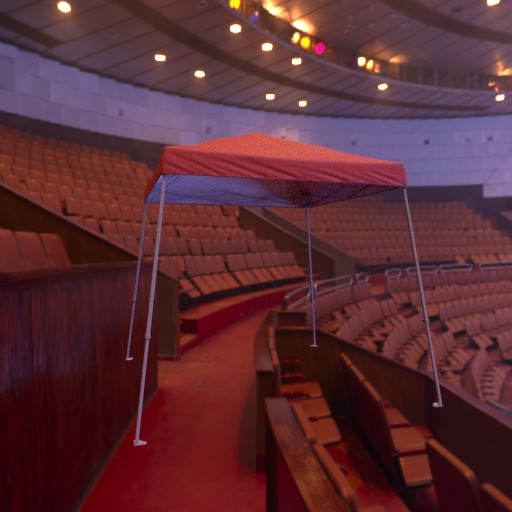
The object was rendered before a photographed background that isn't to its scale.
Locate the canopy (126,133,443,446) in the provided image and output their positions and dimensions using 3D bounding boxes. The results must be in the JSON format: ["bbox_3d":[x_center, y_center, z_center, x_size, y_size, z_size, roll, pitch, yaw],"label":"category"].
[{"bbox_3d":[0.000,0.000,6.504,3.600,3.600,3.599,0,1,-18],"label":"canopy"}]
